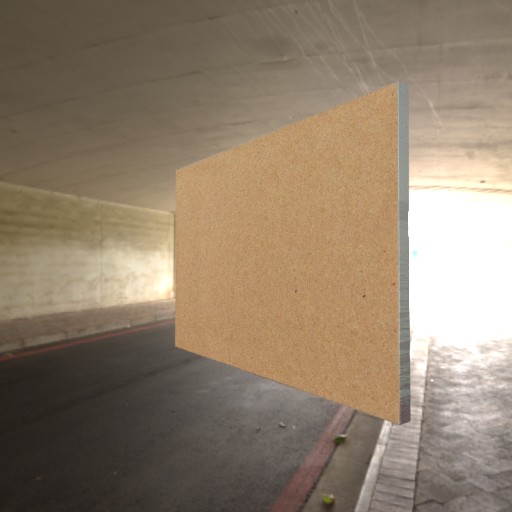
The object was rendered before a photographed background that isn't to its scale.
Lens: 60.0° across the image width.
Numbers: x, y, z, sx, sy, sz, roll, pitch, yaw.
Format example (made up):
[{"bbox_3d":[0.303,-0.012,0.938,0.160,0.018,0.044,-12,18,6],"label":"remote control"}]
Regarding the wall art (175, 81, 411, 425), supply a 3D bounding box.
[{"bbox_3d":[0.000,0.000,0.784,0.021,0.410,0.615,1,-1,-35],"label":"wall art"}]
